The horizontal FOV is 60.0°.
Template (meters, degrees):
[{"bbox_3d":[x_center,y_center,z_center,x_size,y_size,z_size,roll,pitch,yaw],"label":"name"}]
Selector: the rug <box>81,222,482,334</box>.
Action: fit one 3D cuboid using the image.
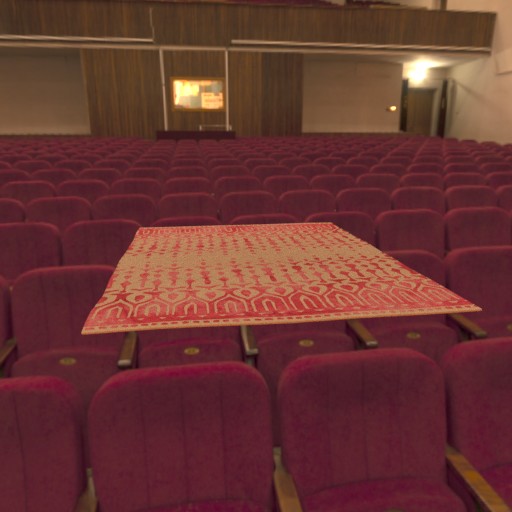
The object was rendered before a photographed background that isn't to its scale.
[{"bbox_3d":[0.000,0.000,4.090,2.441,0.016,3.095,-2,15,-8],"label":"rug"}]
